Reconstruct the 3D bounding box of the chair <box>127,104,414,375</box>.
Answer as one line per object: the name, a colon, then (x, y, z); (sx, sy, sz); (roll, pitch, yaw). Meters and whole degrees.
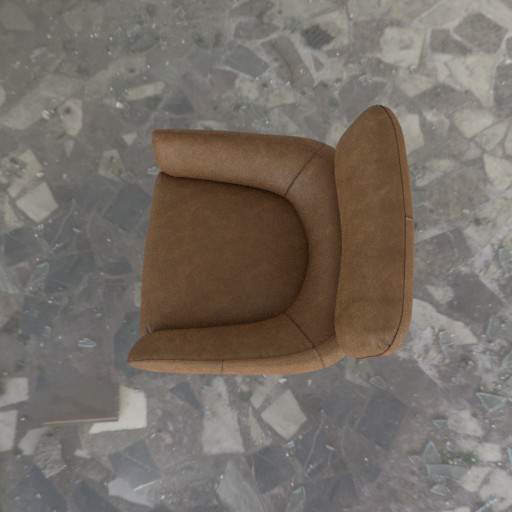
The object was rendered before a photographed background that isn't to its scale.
chair: (0.000, 0.000, 1.352); (0.715, 0.812, 0.706); (2, 76, 1)
